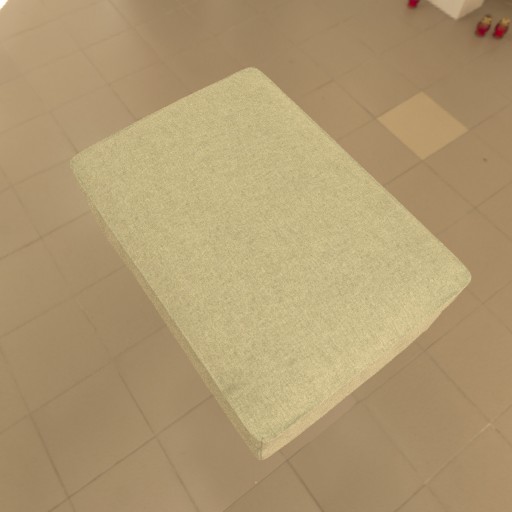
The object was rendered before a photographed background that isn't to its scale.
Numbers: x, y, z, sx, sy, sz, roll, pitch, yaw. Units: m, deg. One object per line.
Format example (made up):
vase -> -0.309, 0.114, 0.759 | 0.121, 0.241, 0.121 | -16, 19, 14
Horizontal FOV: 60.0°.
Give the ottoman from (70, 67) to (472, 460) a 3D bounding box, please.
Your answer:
ottoman -> 0.000, 0.000, 1.211 | 0.611, 0.508, 0.848 | -33, 68, -16
